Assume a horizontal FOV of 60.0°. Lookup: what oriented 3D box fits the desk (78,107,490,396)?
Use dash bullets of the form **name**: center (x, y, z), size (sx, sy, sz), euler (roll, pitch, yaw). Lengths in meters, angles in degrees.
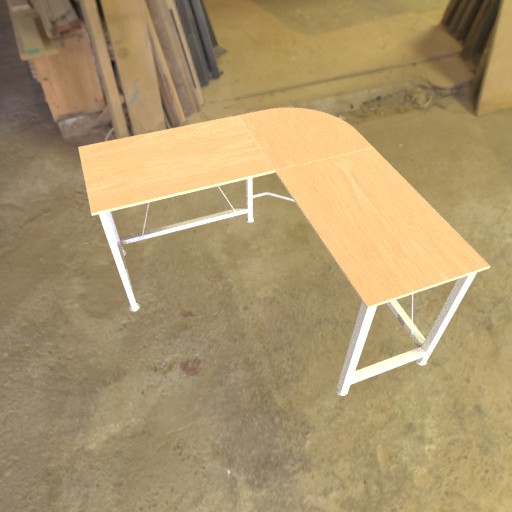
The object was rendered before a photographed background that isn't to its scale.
- **desk**: center (0.000, 0.000, 2.262), size (1.400, 0.762, 1.400), euler (-16, 49, -14)
